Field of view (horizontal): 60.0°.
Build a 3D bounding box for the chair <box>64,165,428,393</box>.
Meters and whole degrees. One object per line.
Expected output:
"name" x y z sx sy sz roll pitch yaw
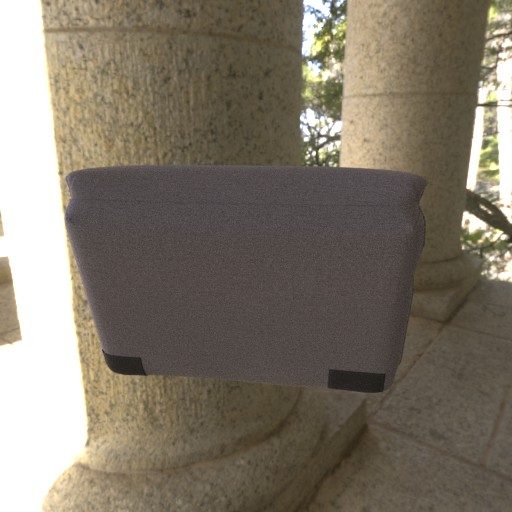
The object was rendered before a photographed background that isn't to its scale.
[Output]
"chair" 0.000 0.000 1.341 0.820 0.580 0.780 2 16 7
